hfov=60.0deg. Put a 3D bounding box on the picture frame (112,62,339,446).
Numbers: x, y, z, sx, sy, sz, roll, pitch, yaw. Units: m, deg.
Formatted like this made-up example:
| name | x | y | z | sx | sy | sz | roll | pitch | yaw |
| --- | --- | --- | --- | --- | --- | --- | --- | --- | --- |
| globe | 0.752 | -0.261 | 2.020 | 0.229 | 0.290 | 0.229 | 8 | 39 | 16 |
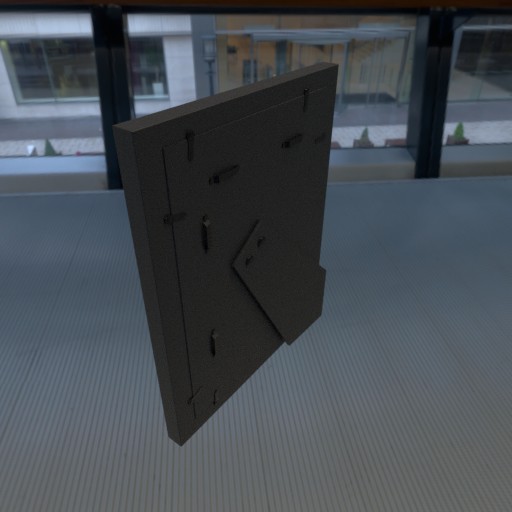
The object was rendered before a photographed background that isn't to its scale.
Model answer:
| name | x | y | z | sx | sy | sz | roll | pitch | yaw |
| --- | --- | --- | --- | --- | --- | --- | --- | --- | --- |
| picture frame | 0.000 | 0.000 | 0.527 | 0.036 | 0.383 | 0.307 | 23 | 40 | 30 |
